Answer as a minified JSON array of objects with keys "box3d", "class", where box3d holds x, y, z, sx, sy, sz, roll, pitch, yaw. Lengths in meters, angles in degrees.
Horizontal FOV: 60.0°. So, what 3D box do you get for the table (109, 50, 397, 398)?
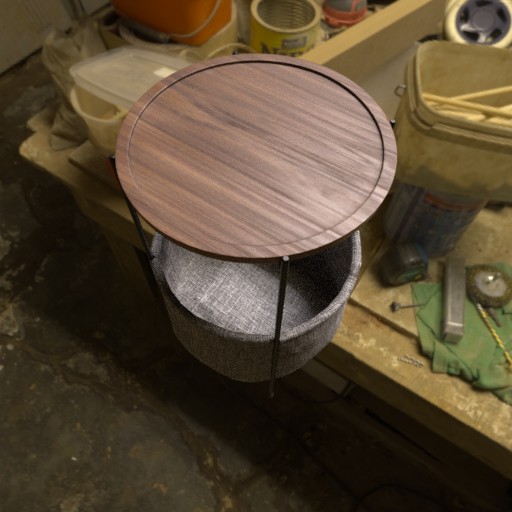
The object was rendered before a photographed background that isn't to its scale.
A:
[{"box3d":[0.000,0.000,0.879,0.400,0.623,0.400,31,63,17],"class":"table"}]
